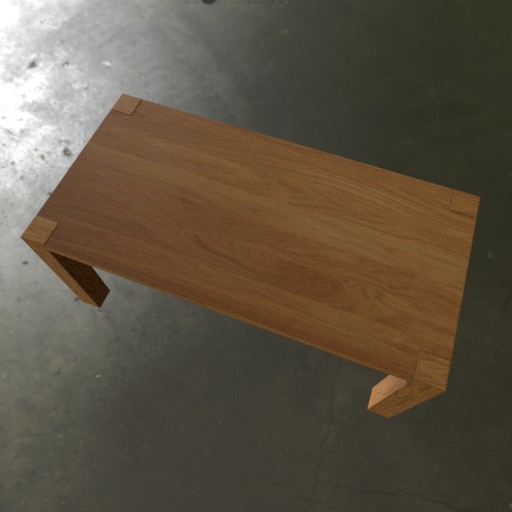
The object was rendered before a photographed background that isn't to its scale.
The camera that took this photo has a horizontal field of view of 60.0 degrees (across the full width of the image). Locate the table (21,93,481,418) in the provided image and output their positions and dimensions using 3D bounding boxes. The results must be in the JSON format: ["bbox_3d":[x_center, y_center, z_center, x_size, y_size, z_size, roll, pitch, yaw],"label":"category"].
[{"bbox_3d":[0.000,0.000,2.265,1.800,0.760,0.900,19,65,9],"label":"table"}]
